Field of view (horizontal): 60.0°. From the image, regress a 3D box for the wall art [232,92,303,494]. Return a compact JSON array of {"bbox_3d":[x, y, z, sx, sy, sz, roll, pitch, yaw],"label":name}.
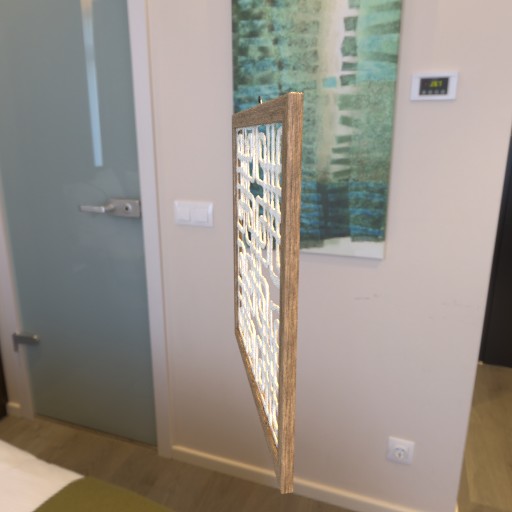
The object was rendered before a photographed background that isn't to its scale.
[{"bbox_3d":[0.000,0.000,0.849,0.021,0.582,0.561,-3,15,-9],"label":"wall art"}]
